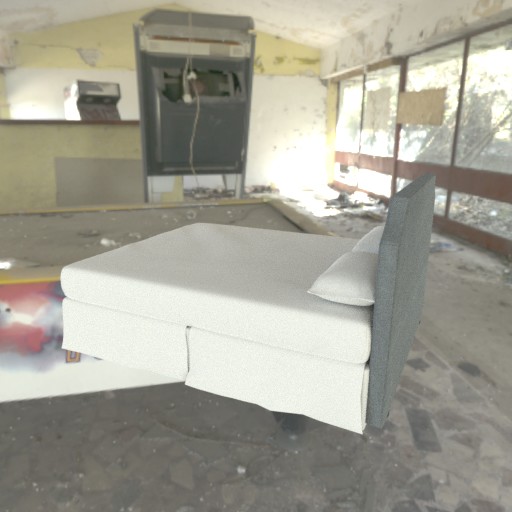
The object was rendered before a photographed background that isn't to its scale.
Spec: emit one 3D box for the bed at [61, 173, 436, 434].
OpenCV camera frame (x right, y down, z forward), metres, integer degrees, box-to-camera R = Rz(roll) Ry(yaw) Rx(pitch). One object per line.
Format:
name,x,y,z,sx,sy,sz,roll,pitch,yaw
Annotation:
bed,0.000,0.000,3.581,2.464,1.306,1.977,8,18,25
